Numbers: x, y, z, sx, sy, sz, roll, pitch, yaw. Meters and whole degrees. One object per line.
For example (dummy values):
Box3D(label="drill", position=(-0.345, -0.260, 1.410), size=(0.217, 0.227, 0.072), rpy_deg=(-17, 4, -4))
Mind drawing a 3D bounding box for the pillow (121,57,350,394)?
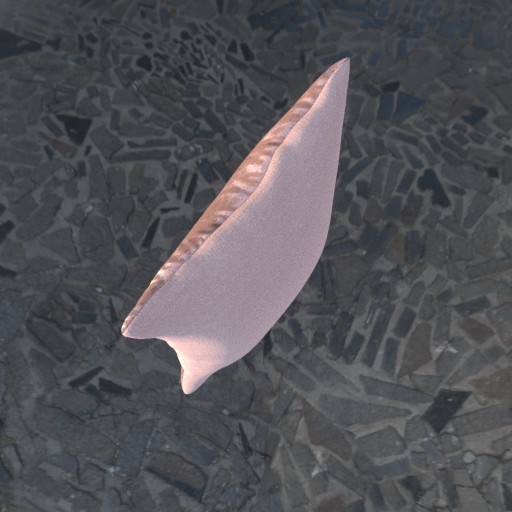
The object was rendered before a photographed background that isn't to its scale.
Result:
Box3D(label="pillow", position=(0.000, 0.000, 0.736), size=(0.175, 0.464, 0.470), rpy_deg=(33, 70, 14))
